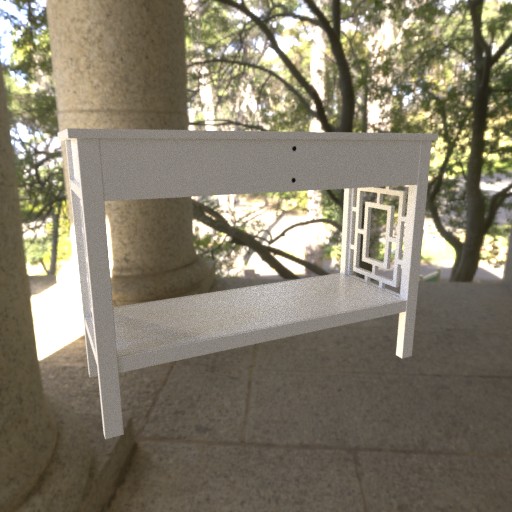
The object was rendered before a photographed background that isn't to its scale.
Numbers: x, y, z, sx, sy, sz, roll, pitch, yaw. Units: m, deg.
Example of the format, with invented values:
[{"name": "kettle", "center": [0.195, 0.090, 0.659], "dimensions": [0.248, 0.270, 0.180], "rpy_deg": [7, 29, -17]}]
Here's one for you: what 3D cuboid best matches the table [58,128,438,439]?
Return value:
[{"name": "table", "center": [0.000, 0.000, 1.411], "dimensions": [1.068, 0.753, 0.397], "rpy_deg": [-7, 16, -25]}]
